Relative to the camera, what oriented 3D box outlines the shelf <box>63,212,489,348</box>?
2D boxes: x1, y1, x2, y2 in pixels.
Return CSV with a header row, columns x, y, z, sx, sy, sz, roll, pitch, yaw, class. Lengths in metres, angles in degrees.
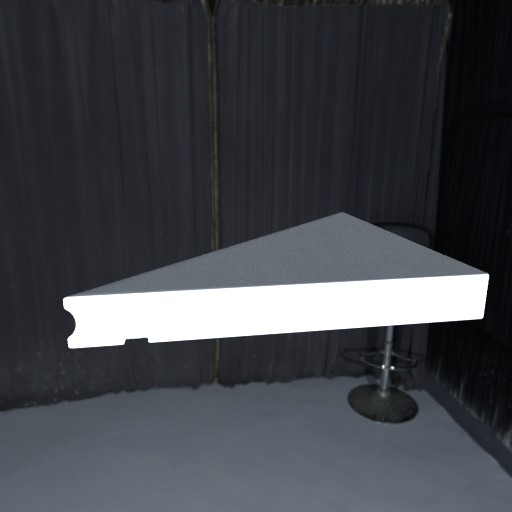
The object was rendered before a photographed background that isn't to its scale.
x,y,z,sx,sy,sz,roll,pitch,yaw,class
0.000,0.000,0.444,0.296,0.035,0.296,-3,15,-10,shelf
